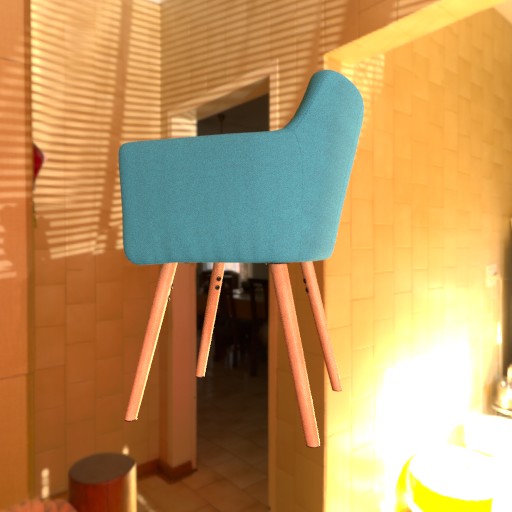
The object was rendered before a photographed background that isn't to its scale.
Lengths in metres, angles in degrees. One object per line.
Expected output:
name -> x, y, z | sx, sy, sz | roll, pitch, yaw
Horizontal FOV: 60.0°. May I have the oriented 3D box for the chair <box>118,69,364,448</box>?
chair -> 0.000, 0.000, 1.153 | 0.540, 0.780, 0.570 | 0, 1, 18
